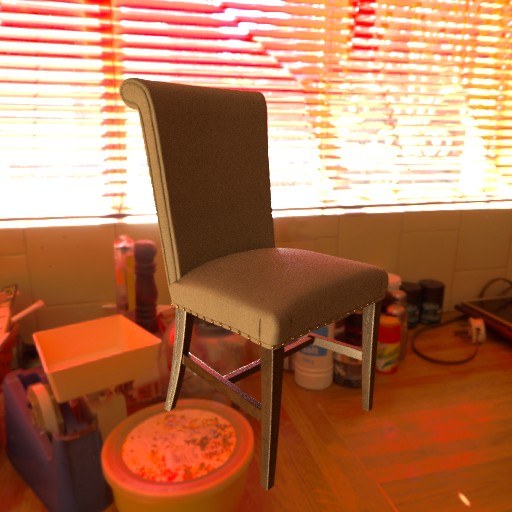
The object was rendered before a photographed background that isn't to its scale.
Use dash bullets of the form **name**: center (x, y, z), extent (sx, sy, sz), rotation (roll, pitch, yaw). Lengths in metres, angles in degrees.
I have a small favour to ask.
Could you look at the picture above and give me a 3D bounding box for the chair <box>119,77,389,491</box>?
- **chair**: center (0.000, 0.000, 1.308), extent (0.608, 0.988, 0.513), rotation (14, 20, 43)
